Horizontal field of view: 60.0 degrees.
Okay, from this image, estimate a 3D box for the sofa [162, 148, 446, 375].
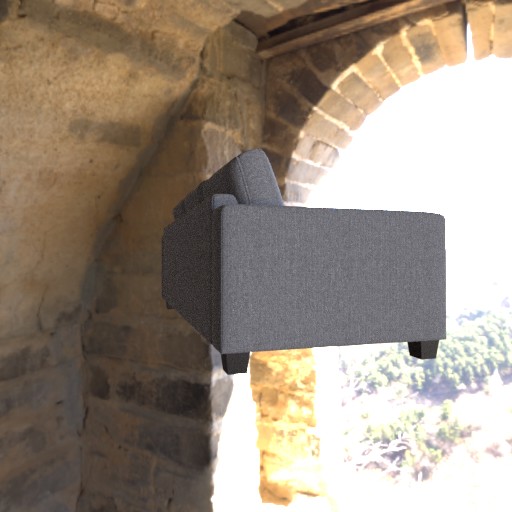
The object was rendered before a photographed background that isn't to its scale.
[{"bbox_3d":[0.000,0.000,2.567,0.900,0.800,2.120,0,0,-17],"label":"sofa"}]
